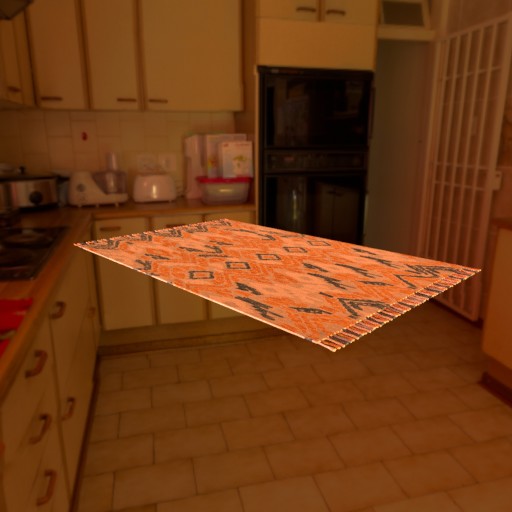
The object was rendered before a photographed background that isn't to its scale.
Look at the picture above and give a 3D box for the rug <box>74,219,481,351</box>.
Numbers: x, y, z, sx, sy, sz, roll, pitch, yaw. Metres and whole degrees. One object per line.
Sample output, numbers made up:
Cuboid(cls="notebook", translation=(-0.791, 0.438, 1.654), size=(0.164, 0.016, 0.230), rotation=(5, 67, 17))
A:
Cuboid(cls="rug", translation=(0.000, 0.000, 3.057), size=(1.533, 0.010, 2.428), rotation=(-14, 21, -43))
